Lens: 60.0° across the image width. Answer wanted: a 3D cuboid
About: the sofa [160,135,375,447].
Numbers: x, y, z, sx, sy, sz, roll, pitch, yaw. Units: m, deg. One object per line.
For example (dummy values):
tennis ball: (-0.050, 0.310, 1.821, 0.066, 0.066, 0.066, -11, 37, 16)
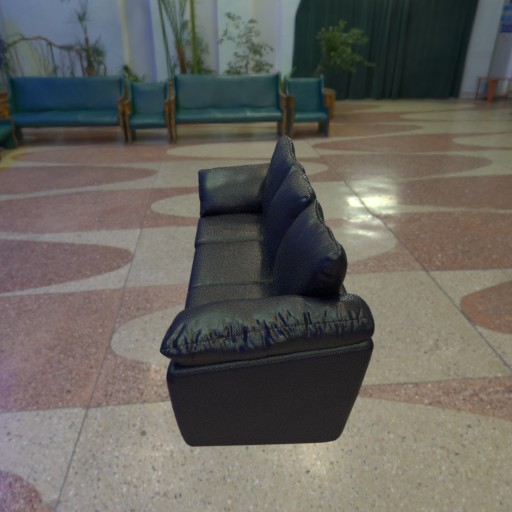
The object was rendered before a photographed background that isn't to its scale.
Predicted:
sofa: (0.000, 0.000, 2.859, 0.880, 1.073, 2.336, -1, 28, -2)
